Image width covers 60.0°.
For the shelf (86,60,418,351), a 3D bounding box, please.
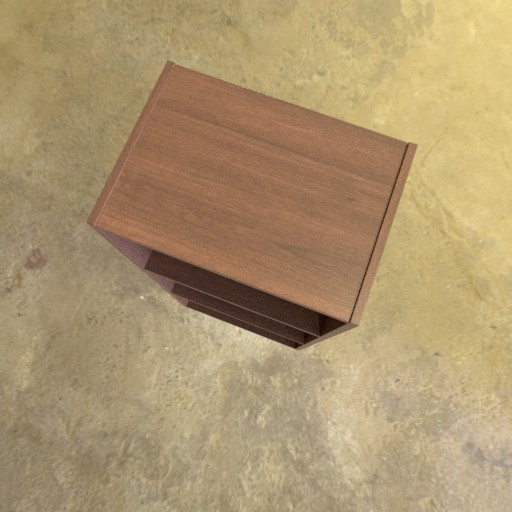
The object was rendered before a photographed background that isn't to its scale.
[{"bbox_3d":[0.000,0.000,1.076,0.414,0.879,0.290,20,77,5],"label":"shelf"}]
